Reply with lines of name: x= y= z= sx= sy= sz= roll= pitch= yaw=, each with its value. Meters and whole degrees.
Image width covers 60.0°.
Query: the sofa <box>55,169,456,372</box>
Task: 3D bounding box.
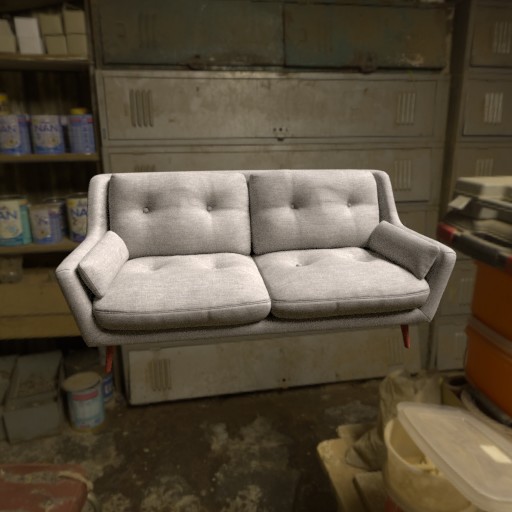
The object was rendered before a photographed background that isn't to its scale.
sofa: x=0.000 y=0.000 z=2.505 sx=1.930 sy=0.897 sz=0.976 roll=-3 pitch=16 yaw=-9
